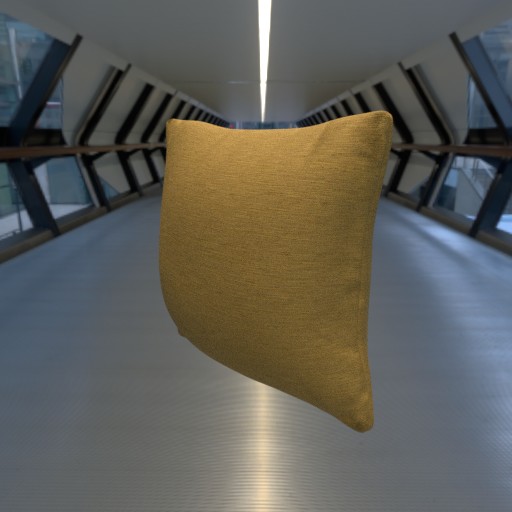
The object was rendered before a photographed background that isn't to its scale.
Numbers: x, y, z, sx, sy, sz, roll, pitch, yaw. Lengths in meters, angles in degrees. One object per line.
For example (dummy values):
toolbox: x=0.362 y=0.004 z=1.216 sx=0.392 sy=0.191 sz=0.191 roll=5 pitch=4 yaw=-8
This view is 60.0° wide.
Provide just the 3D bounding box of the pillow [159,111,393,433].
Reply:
pillow: x=0.000 y=0.000 z=0.689 sx=0.247 sy=0.417 sz=0.435 roll=-15 pitch=22 yaw=-43
